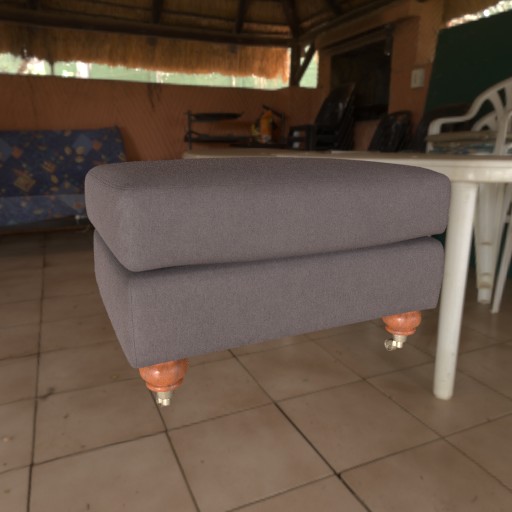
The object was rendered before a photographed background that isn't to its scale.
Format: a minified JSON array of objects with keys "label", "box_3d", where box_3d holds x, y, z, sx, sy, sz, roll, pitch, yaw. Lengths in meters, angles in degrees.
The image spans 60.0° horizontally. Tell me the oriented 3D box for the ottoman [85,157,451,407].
[{"label":"ottoman","box_3d":[0.000,0.000,1.144,0.773,0.497,0.574,-7,16,-24]}]
